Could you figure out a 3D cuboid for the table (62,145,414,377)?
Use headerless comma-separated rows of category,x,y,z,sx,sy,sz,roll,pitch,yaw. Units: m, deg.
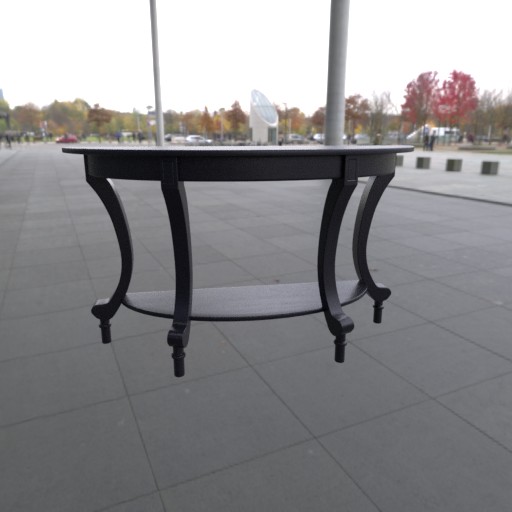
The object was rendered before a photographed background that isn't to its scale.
table,0.000,0.000,1.457,1.198,0.692,0.394,-3,16,-9
